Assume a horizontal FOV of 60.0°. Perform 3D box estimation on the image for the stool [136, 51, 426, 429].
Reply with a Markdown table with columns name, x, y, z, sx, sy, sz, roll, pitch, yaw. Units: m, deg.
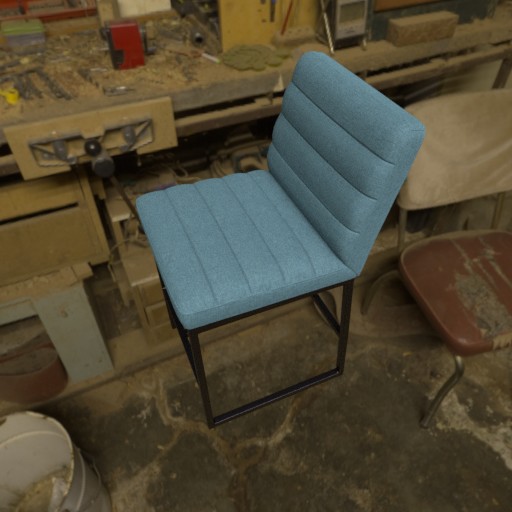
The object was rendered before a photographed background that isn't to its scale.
| name | x | y | z | sx | sy | sz | roll | pitch | yaw |
| --- | --- | --- | --- | --- | --- | --- | --- | --- | --- |
| stool | 0.000 | 0.000 | 1.272 | 0.560 | 0.940 | 0.460 | -17 | 47 | -16 |
